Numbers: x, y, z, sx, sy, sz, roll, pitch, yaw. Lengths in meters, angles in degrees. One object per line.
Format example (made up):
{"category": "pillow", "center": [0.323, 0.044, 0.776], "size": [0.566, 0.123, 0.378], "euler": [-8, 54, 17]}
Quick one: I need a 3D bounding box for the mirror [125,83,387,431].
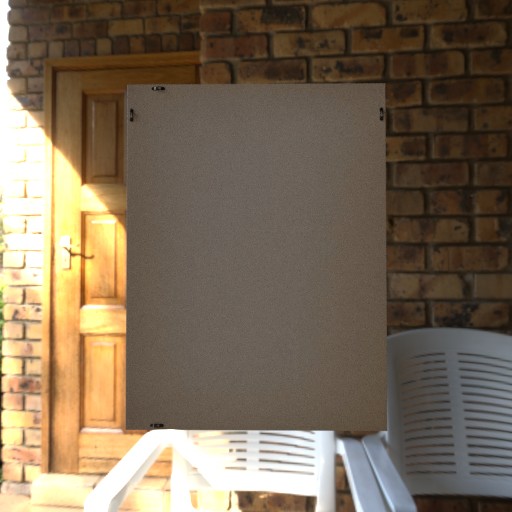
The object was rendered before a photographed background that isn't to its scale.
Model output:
{"category": "mirror", "center": [0.000, 0.000, 1.314], "size": [0.762, 1.016, 0.040], "euler": [0, -1, 1]}
